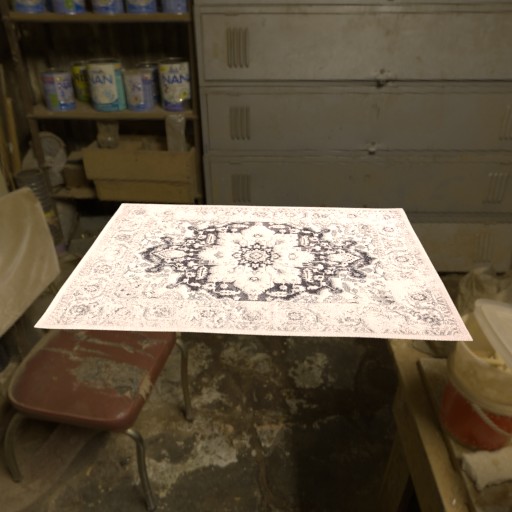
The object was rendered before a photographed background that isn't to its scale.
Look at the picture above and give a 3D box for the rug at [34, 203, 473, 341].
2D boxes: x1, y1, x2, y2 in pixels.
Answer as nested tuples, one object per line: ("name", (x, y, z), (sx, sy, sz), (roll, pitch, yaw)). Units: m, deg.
("rug", (0.000, 0.000, 2.336), (1.813, 0.008, 1.223), (1, 32, 2))
